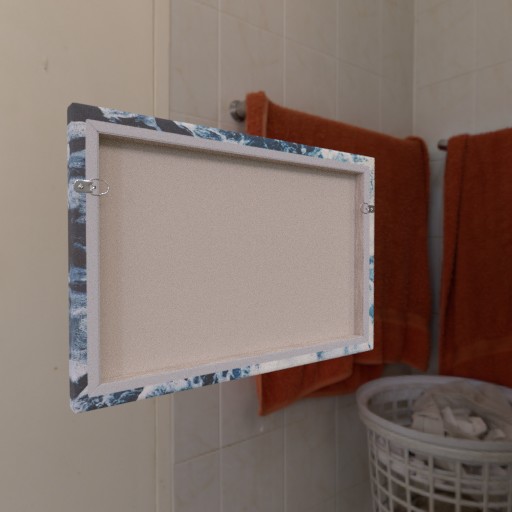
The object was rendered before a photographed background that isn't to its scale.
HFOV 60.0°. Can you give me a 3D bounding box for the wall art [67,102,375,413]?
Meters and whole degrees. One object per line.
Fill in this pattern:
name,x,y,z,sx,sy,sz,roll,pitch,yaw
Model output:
wall art,0.000,0.000,1.151,0.915,0.610,0.042,-1,2,-37
